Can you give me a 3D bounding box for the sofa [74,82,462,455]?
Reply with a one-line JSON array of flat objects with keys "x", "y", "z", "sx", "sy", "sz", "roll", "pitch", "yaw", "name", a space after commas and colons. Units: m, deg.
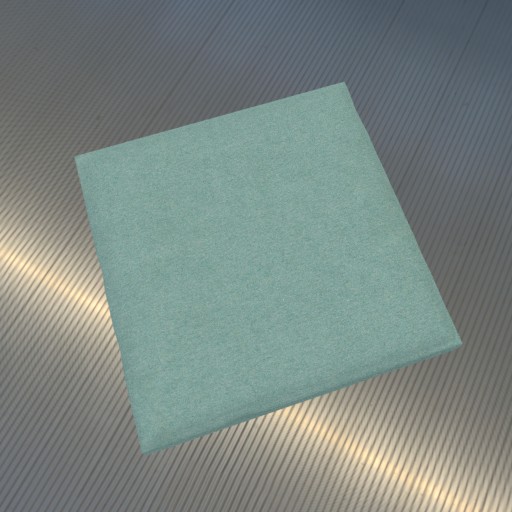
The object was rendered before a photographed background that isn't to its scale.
[{"x": 0.000, "y": 0.000, "z": 1.422, "sx": 0.930, "sy": 0.330, "sz": 0.930, "roll": -17, "pitch": 74, "yaw": -5, "name": "sofa"}]
